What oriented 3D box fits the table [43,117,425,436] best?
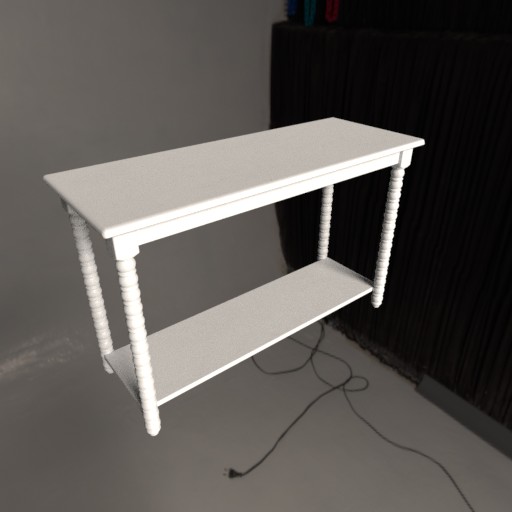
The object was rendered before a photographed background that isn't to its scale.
[{"bbox_3d":[0.000,0.000,1.595,1.184,0.740,0.459,-21,36,-32],"label":"table"}]
